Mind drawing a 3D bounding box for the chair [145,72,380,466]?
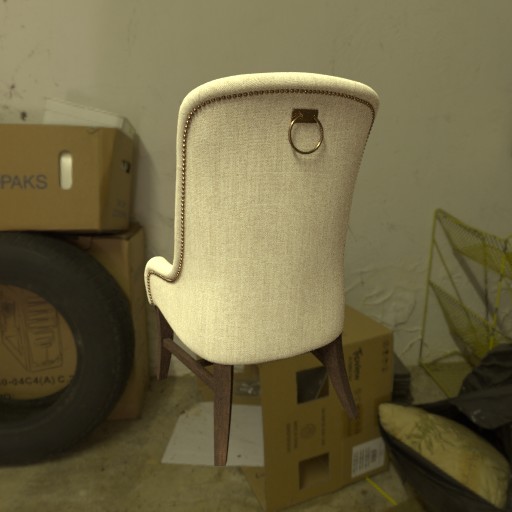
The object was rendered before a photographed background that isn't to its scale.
[{"bbox_3d":[0.000,0.000,1.500,0.634,1.091,0.629,-8,17,-26],"label":"chair"}]
